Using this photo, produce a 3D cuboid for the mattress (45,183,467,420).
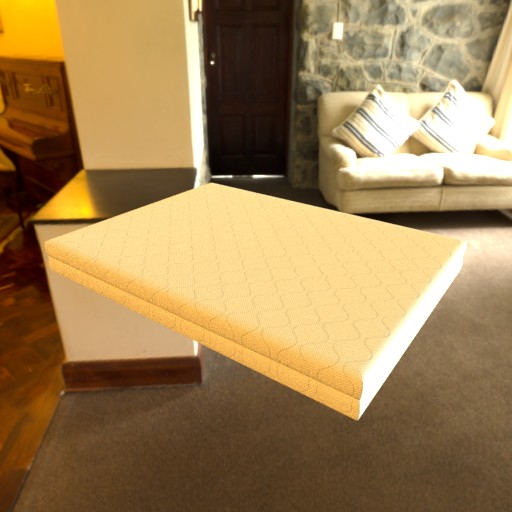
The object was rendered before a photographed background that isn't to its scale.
[{"bbox_3d":[0.000,0.000,2.499,1.900,0.200,1.400,18,31,32],"label":"mattress"}]
